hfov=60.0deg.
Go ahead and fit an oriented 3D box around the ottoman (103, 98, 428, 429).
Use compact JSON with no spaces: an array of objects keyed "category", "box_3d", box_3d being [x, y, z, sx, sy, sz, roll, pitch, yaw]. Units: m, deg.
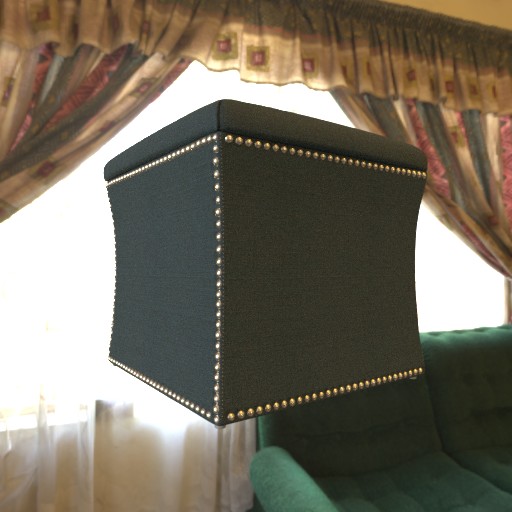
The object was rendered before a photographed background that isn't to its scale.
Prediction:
[{"category":"ottoman","box_3d":[0.000,0.000,0.912,0.497,0.475,0.507,0,-1,-36]}]
